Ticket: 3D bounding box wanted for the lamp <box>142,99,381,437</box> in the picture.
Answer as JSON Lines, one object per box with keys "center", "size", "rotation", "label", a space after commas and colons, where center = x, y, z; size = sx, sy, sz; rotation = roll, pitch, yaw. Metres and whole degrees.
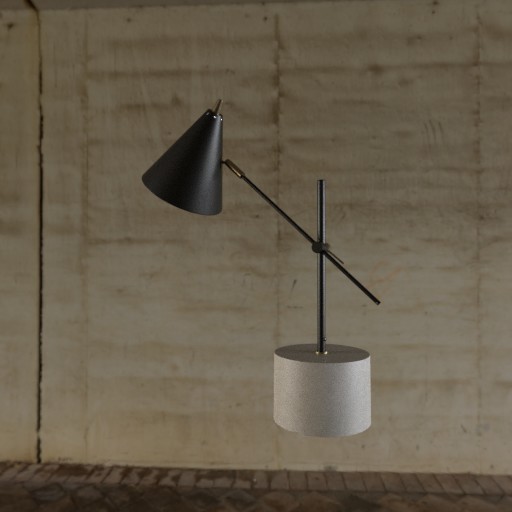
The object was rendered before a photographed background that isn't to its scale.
{"center": [0.000, 0.000, 0.744], "size": [0.403, 0.518, 0.214], "rotation": [0, -1, 35], "label": "lamp"}
